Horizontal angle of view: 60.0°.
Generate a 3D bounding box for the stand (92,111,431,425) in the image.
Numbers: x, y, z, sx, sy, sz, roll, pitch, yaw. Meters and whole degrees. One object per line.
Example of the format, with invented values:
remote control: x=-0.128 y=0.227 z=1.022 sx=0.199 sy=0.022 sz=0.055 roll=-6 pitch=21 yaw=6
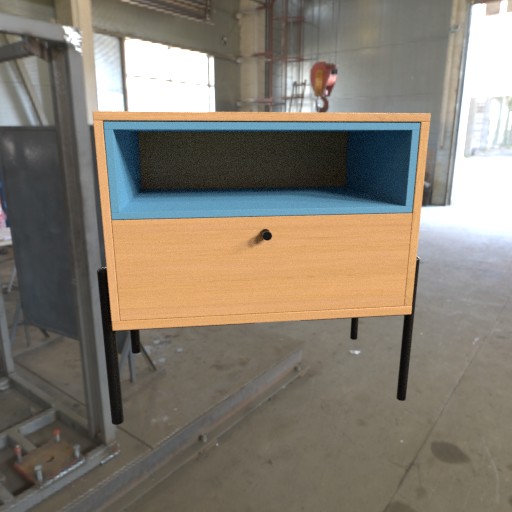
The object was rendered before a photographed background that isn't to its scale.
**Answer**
stand: x=0.000 y=0.000 z=0.998 sx=0.630 sy=0.600 sz=0.400 roll=-2 pitch=15 yaw=-7
